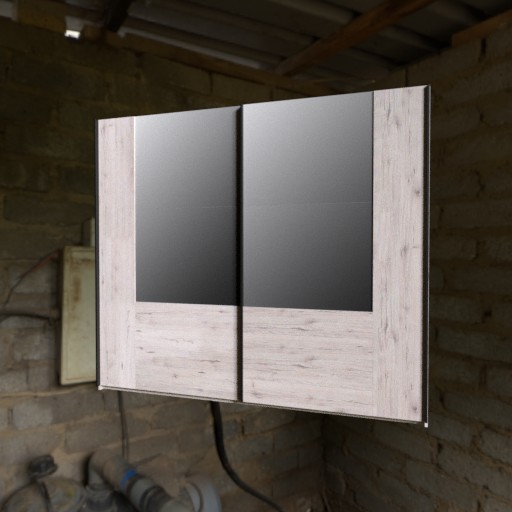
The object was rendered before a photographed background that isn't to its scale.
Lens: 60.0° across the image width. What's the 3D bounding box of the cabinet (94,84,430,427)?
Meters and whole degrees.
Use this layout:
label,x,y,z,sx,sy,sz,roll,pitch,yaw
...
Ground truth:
label,x,y,z,sx,sy,sz,roll,pitch,yaw
cabinet,0.000,0.000,3.486,2.500,2.180,0.660,0,1,18
